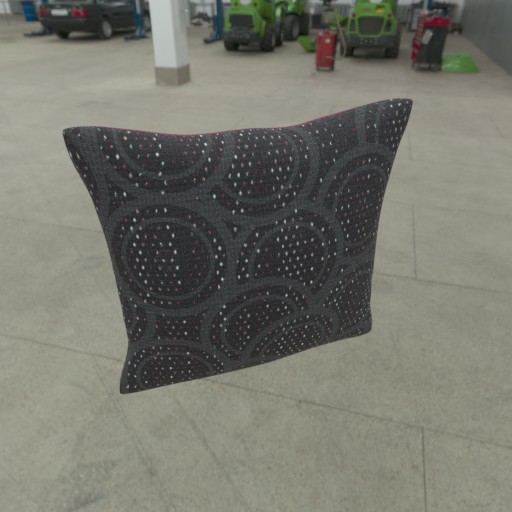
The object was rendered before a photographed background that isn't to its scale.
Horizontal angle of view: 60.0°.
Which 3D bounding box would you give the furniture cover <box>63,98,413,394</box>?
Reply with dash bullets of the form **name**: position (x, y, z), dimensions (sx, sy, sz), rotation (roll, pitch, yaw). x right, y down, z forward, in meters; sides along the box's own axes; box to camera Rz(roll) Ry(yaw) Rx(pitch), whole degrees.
- **furniture cover**: position (0.000, 0.000, 0.794), dimensions (0.552, 0.509, 0.193), rotation (-11, 33, -17)
